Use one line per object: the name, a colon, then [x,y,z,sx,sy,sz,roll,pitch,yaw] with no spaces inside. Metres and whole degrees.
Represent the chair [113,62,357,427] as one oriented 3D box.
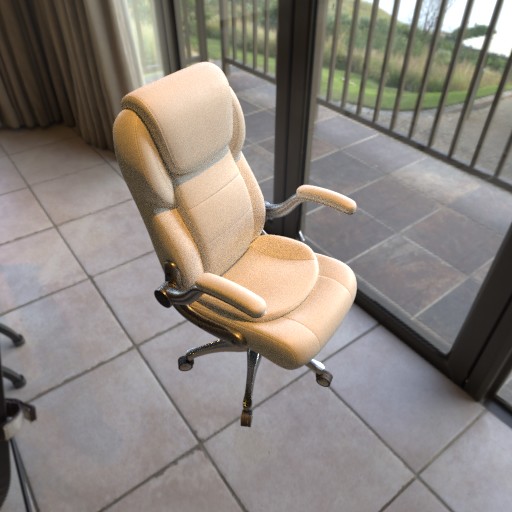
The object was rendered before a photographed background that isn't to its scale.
chair: [0.000,0.000,1.820,0.806,1.330,0.755,25,47,25]
